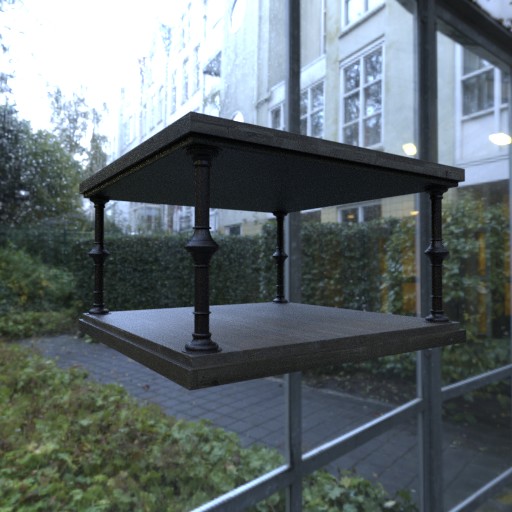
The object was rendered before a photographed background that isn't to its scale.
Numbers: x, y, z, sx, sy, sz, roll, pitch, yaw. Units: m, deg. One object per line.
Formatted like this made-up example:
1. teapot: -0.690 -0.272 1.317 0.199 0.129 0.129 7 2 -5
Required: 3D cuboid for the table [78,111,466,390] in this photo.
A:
1. table: 0.000 0.000 1.115 0.696 0.400 0.696 1 -1 -34
